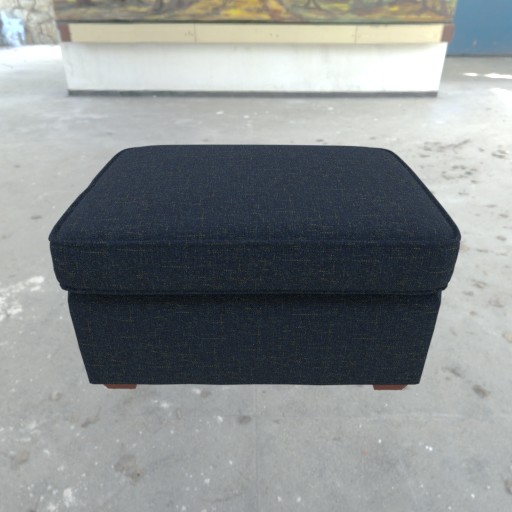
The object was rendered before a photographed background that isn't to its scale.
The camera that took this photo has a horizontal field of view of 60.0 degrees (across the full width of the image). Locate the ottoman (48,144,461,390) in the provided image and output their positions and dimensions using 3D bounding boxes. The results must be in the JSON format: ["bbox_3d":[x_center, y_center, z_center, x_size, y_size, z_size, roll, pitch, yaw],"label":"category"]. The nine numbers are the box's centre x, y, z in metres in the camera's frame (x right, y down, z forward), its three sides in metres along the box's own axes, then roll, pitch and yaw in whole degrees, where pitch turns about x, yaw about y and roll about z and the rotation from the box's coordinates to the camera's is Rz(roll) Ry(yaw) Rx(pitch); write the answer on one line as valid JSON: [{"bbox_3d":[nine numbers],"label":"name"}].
[{"bbox_3d":[0.000,0.000,1.071,0.749,0.450,0.549,0,31,0],"label":"ottoman"}]
